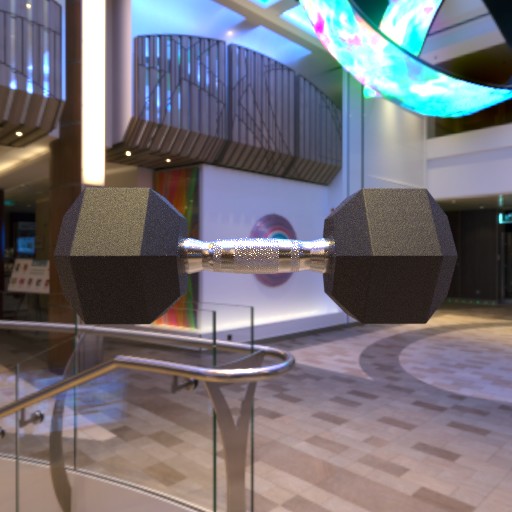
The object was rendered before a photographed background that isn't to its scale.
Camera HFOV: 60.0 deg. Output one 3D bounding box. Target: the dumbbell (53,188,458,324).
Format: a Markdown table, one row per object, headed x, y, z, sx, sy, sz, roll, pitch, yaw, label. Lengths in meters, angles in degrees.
| x | y | z | sx | sy | sz | roll | pitch | yaw | label |
| --- | --- | --- | --- | --- | --- | --- | --- | --- | --- |
| 0.000 | 0.000 | 0.433 | 0.356 | 0.123 | 0.141 | 0 | 0 | -1 | dumbbell |
